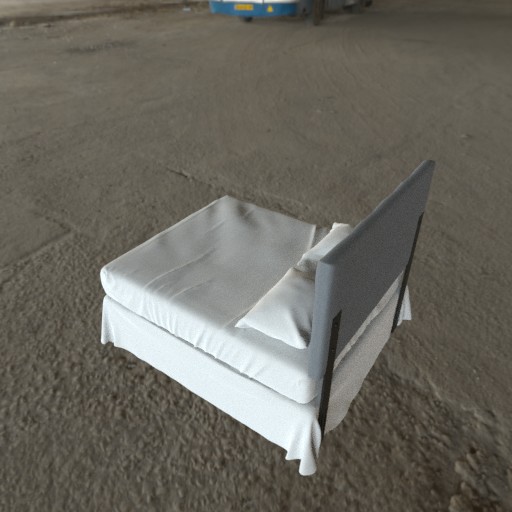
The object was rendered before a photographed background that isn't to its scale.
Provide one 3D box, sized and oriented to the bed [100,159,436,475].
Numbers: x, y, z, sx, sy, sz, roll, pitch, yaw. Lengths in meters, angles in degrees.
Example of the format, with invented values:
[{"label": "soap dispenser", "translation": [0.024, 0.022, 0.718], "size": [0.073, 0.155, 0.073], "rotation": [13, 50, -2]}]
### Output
[{"label": "bed", "translation": [0.000, 0.000, 3.582], "size": [2.222, 1.577, 1.936], "rotation": [22, 40, 29]}]
